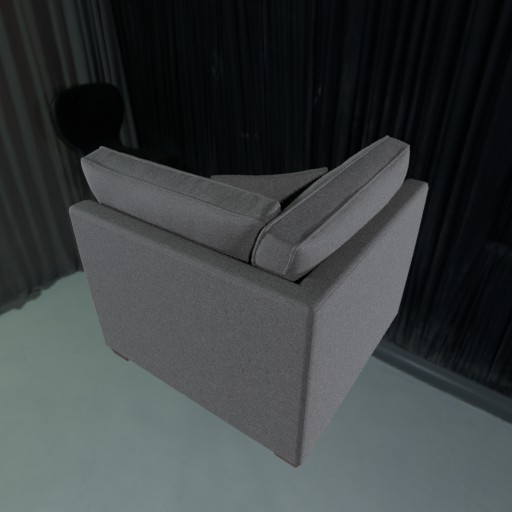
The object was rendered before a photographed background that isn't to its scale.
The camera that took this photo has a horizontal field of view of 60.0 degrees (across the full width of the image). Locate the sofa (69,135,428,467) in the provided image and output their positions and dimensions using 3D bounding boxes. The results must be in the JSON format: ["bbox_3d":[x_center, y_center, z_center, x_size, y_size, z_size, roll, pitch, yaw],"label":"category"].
[{"bbox_3d":[0.000,0.000,2.028,1.146,1.002,1.084,21,39,28],"label":"sofa"}]
